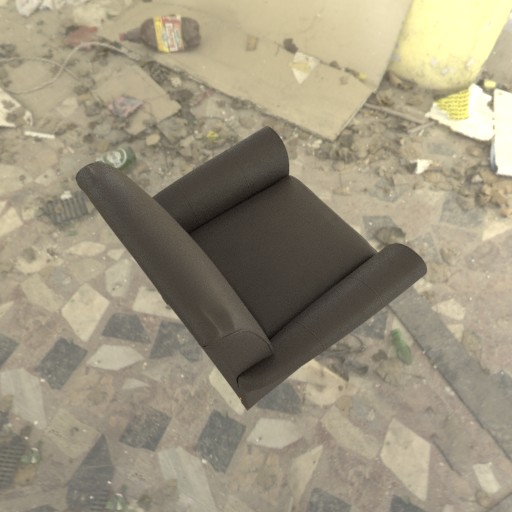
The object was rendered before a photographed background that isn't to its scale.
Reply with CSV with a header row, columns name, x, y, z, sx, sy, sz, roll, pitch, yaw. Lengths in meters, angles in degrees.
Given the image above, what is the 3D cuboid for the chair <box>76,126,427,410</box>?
name,x,y,z,sx,sy,sz,roll,pitch,yaw
chair,0.000,0.000,1.783,0.902,1.061,0.978,-34,64,-19
